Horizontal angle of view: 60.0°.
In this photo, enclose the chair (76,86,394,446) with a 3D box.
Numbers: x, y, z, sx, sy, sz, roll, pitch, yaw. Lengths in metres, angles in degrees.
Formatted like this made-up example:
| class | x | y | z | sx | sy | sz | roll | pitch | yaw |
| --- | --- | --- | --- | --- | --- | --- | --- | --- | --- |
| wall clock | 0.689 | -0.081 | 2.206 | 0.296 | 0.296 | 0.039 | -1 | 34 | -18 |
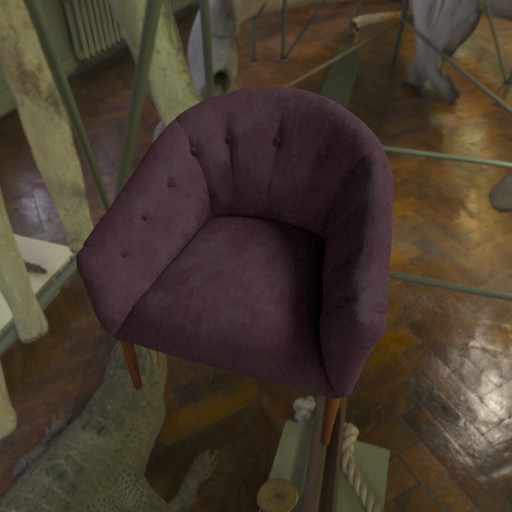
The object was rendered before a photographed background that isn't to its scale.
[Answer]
| class | x | y | z | sx | sy | sz | roll | pitch | yaw |
| --- | --- | --- | --- | --- | --- | --- | --- | --- | --- |
| chair | 0.000 | 0.000 | 1.490 | 0.851 | 0.885 | 0.776 | 12 | 43 | 13 |
